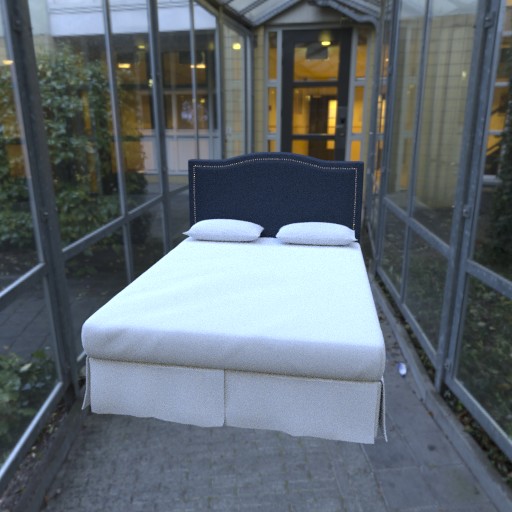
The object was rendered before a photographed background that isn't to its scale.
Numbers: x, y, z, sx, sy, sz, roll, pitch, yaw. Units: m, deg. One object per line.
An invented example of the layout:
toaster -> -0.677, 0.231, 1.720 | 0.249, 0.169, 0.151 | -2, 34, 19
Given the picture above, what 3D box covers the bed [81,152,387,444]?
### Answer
bed -> 0.000, 0.000, 3.417 | 1.821, 1.436, 2.282 | 3, 17, 9
